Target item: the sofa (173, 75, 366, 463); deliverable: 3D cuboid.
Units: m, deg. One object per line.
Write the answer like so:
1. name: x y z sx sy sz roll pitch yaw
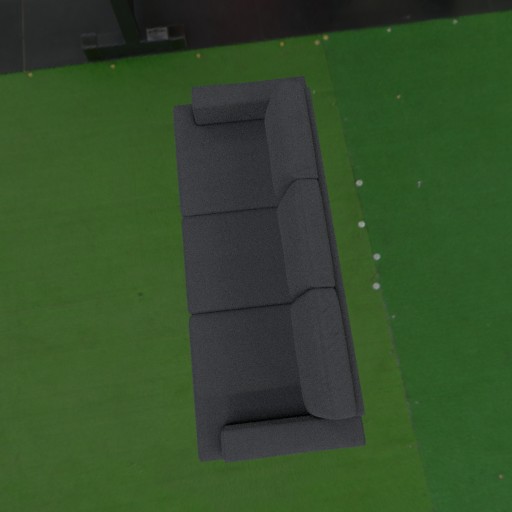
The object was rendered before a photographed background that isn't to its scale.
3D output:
1. sofa: 0.000 0.000 2.785 0.920 0.810 2.310 -6 75 -2
